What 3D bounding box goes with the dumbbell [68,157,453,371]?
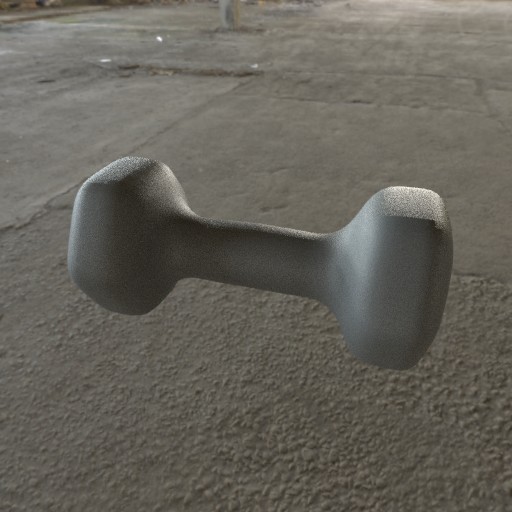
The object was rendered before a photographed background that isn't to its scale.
[{"bbox_3d":[0.000,0.000,0.231,0.184,0.081,0.090,9,34,14],"label":"dumbbell"}]
